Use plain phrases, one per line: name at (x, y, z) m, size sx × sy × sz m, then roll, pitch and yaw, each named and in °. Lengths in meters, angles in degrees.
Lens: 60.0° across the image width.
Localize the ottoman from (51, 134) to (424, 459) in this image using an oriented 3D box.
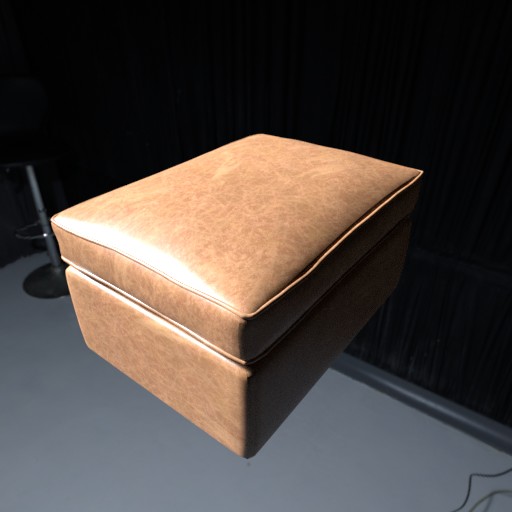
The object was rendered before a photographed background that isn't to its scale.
ottoman at (0.000, 0.000, 1.132) m, size 0.554 × 0.468 × 0.756 m, roll 22°, pitch 39°, yaw 31°
